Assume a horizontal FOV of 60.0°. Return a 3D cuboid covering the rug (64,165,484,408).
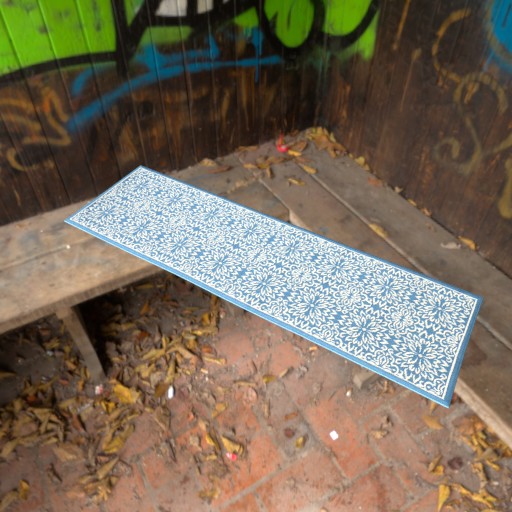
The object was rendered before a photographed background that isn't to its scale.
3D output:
[{"bbox_3d":[0.000,0.000,2.361,2.196,0.011,0.662,23,50,21],"label":"rug"}]
